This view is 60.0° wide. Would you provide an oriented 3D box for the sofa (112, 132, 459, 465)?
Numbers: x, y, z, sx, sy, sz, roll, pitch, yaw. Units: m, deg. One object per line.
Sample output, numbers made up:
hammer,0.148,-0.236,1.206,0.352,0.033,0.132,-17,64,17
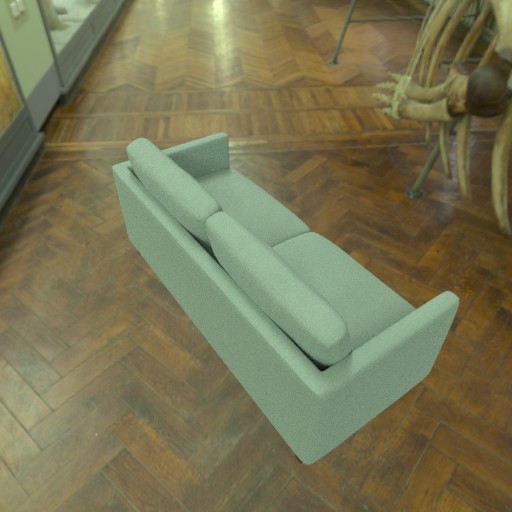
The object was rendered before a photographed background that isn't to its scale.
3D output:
sofa,0.000,0.000,2.782,0.951,0.965,2.208,-25,47,-26
